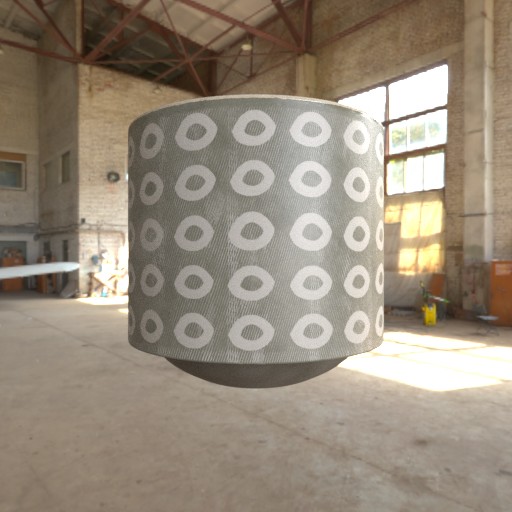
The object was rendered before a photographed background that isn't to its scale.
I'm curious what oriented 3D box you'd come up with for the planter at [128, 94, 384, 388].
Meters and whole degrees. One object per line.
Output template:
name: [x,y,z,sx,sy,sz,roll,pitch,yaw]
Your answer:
planter: [0.000,0.000,0.451,0.250,0.239,0.250,0,0,0]
